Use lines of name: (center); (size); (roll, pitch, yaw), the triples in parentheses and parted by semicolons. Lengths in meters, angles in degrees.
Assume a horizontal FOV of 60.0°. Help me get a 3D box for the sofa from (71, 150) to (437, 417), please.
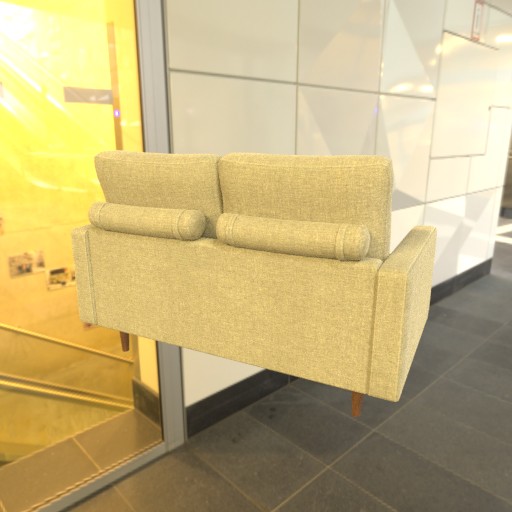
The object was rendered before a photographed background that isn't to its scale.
sofa: (0.000, 0.000, 1.953); (1.407, 0.907, 0.842); (8, 17, 26)
